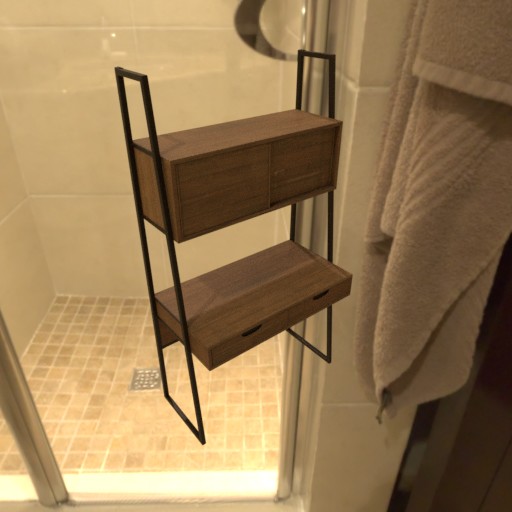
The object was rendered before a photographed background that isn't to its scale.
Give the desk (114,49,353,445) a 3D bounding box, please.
[{"bbox_3d":[0.000,0.000,2.245,0.982,1.809,0.515,-22,37,-32],"label":"desk"}]
